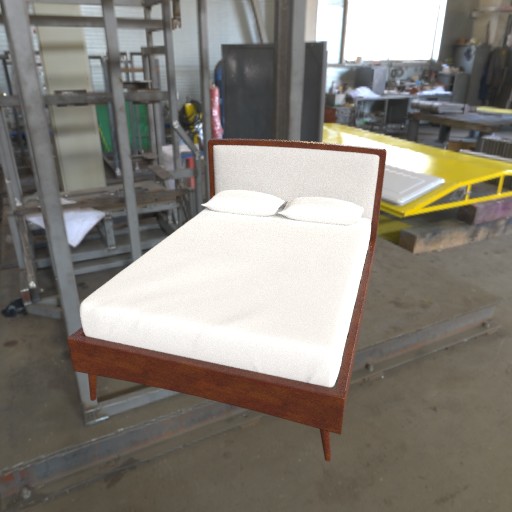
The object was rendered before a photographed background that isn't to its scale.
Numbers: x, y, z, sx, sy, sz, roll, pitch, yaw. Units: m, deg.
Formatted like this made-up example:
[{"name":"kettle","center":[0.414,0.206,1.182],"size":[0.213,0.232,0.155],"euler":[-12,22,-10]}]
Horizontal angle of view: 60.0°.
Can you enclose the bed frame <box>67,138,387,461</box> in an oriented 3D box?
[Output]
[{"name":"bed frame","center":[0.000,0.000,3.203],"size":[1.587,1.279,2.171],"euler":[8,26,16]}]
